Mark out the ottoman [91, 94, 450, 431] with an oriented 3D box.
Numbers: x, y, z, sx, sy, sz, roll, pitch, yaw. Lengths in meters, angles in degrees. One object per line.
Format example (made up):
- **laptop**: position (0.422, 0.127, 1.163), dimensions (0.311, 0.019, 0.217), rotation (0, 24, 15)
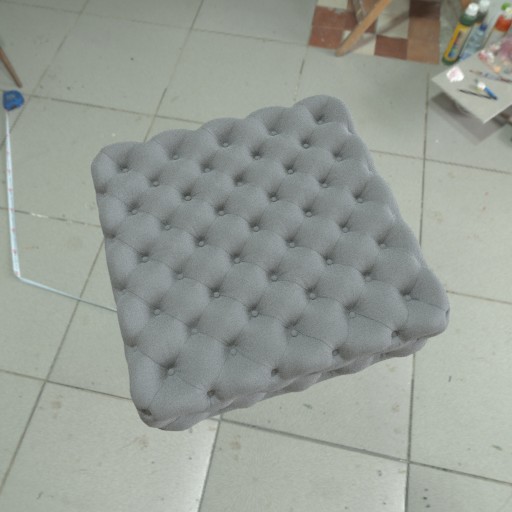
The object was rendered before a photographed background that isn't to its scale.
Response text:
- **ottoman**: position (0.000, 0.000, 1.480), dimensions (0.911, 0.439, 0.917), rotation (-16, 65, -8)
